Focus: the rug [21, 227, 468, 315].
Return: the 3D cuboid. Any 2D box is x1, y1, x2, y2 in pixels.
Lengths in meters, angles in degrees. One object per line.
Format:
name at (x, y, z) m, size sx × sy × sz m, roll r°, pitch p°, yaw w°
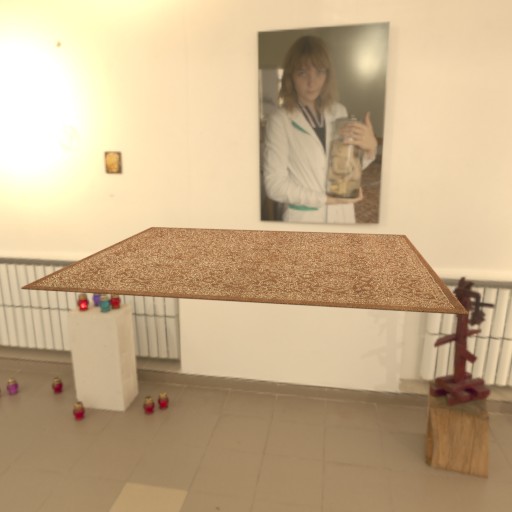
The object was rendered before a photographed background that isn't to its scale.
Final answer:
rug at (0.000, 0.000, 4.128) m, size 3.050 × 0.015 × 2.441 m, roll 2°, pitch 14°, yaw 9°
